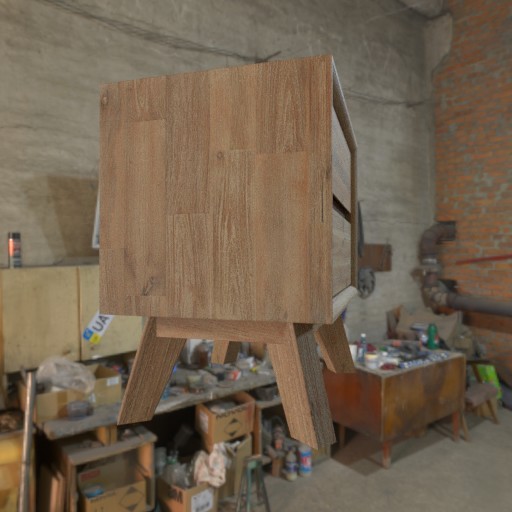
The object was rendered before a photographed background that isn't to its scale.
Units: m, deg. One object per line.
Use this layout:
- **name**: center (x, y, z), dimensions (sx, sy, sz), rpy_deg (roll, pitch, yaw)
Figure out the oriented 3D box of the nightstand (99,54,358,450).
- **nightstand**: center (0.000, 0.000, 0.967), dimensions (0.396, 0.589, 0.552), rpy_deg (0, 0, 17)
